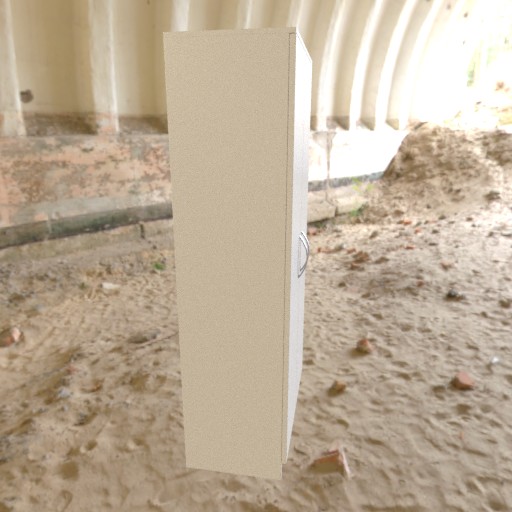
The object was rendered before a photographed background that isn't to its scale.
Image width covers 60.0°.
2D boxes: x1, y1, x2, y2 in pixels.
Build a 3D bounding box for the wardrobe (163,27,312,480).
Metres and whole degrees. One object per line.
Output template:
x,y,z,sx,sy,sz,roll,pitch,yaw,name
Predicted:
0.000,0.000,1.987,0.470,1.700,0.760,3,17,10,wardrobe
